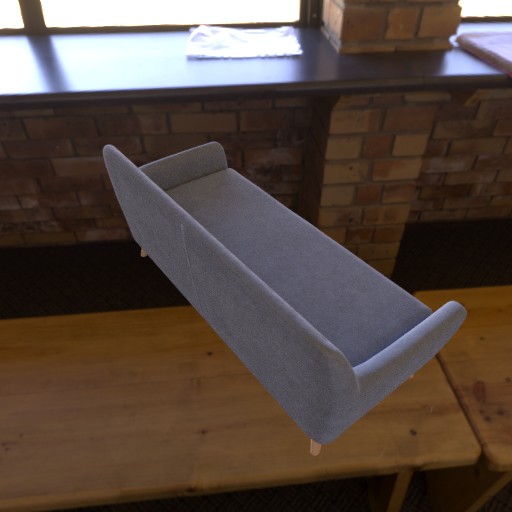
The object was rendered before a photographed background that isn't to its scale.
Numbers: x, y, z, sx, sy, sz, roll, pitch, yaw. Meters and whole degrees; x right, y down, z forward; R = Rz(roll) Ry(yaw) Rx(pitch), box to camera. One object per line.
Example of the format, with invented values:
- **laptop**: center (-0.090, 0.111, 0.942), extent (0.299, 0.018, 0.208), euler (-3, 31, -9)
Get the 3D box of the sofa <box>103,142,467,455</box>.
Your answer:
- **sofa**: center (0.000, 0.000, 2.384), extent (0.830, 0.830, 1.970), euler (-26, 47, -27)
